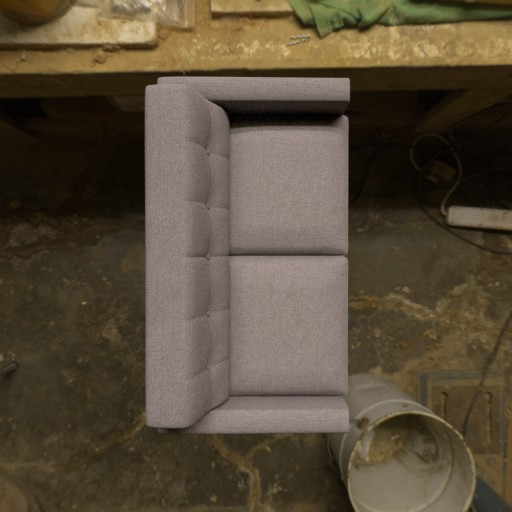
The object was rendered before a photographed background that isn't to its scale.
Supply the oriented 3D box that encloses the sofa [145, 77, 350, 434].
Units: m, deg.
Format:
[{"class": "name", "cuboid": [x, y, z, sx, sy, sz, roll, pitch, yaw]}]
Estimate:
[{"class": "sofa", "cuboid": [0.000, 0.000, 2.161, 0.909, 0.841, 1.631, 0, 91, -1]}]
